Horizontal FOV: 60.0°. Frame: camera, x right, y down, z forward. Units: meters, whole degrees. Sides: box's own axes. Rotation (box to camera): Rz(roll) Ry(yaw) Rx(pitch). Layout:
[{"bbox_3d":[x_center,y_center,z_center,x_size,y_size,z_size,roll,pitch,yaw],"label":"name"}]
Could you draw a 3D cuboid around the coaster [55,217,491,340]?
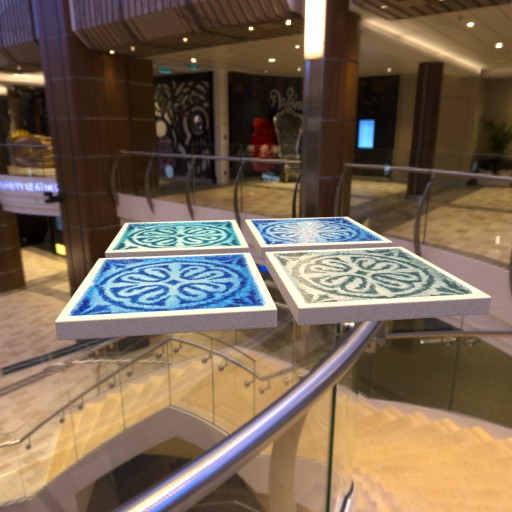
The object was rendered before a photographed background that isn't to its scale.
[{"bbox_3d":[0.000,0.000,0.319,0.214,0.010,0.219,-2,16,-8],"label":"coaster"}]
